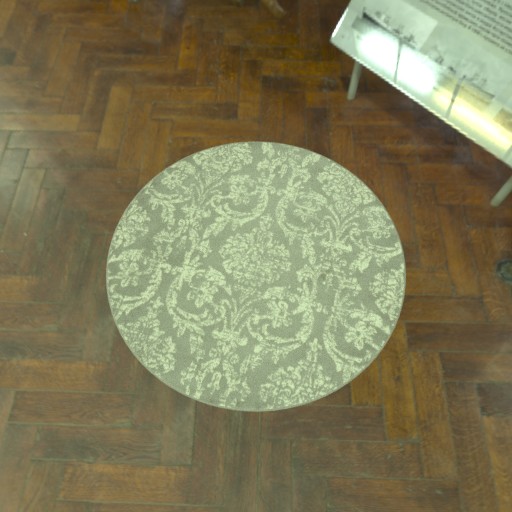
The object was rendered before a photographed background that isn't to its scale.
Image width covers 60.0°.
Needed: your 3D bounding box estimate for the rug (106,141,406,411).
[{"bbox_3d":[0.000,0.000,2.382,1.593,0.012,1.593,0,63,0],"label":"rug"}]
